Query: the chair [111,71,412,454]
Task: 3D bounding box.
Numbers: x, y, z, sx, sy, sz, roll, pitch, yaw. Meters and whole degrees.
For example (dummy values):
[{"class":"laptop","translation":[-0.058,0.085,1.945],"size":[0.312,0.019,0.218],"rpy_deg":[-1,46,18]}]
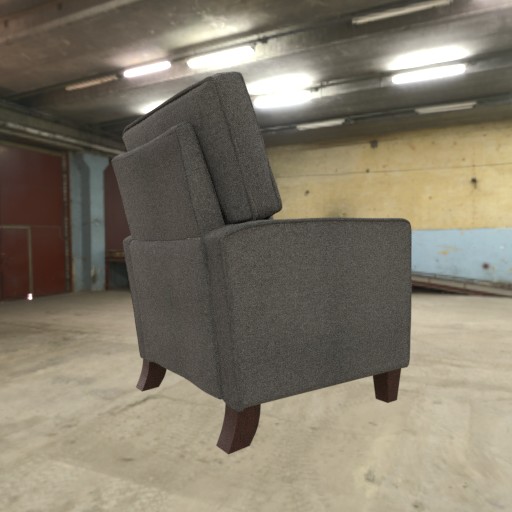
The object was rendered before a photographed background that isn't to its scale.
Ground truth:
[{"class":"chair","translation":[0.000,0.000,1.407],"size":[0.775,0.889,0.650],"rpy_deg":[-1,1,-35]}]
